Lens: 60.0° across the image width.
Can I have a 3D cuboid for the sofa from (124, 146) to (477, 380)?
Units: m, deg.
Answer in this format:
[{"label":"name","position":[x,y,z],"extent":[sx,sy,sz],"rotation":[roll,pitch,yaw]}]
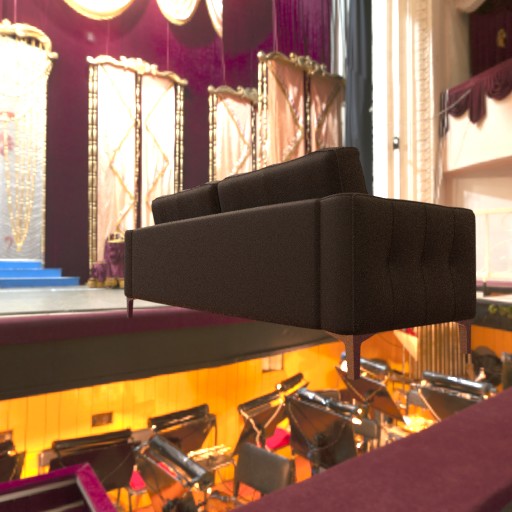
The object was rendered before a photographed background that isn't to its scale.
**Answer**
[{"label":"sofa","position":[0.000,0.000,2.643],"extent":[0.833,0.893,2.275],"rotation":[1,-1,-36]}]
